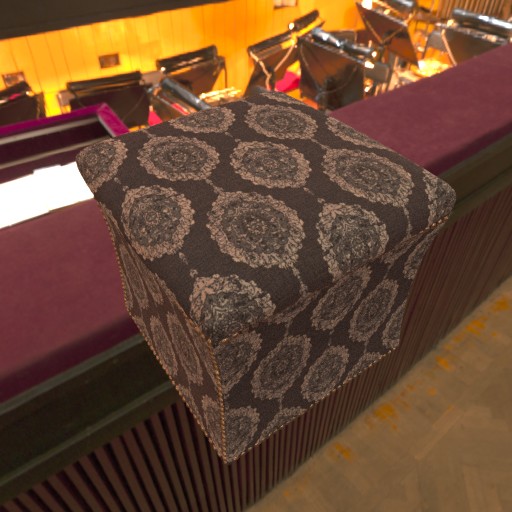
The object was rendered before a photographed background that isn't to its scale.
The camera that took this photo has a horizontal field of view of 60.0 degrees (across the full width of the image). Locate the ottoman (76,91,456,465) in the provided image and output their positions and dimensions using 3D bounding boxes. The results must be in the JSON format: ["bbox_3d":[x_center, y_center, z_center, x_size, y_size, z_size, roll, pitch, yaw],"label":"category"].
[{"bbox_3d":[0.000,0.000,0.904,0.497,0.475,0.507,-25,49,-25],"label":"ottoman"}]
